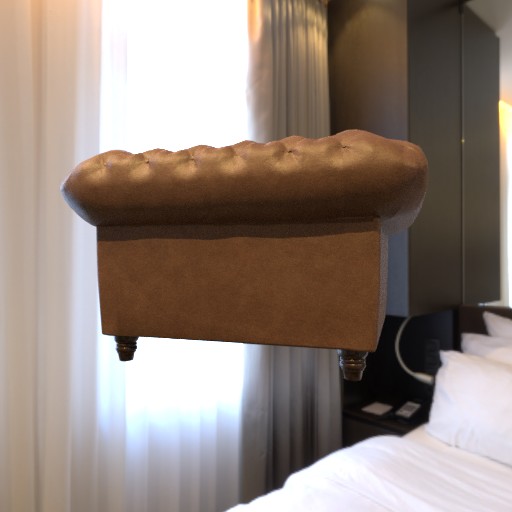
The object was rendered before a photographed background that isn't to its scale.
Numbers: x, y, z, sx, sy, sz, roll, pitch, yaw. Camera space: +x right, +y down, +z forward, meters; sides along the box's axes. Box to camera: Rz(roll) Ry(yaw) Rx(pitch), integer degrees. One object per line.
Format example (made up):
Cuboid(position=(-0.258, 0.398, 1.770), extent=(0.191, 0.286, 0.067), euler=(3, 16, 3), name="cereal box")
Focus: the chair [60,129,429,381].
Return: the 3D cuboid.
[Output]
Cuboid(position=(0.000, 0.000, 1.825), extent=(1.298, 0.784, 0.954), euler=(0, 0, 18), name="chair")
